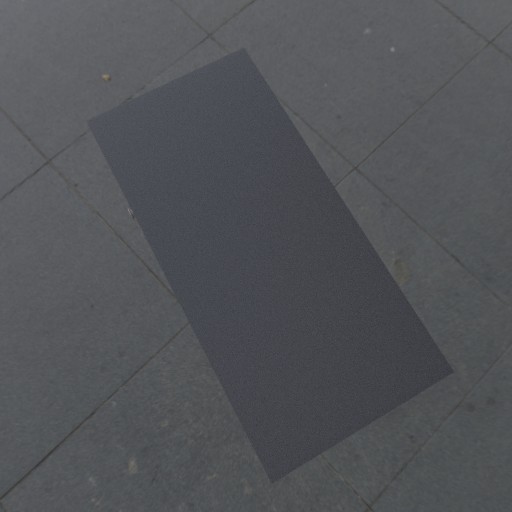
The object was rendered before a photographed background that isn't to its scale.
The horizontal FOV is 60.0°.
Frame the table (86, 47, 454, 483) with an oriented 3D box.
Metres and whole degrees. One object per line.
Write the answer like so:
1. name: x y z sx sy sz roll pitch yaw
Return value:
1. table: 0.000 0.000 1.393 0.550 0.400 1.100 -28 77 -7
